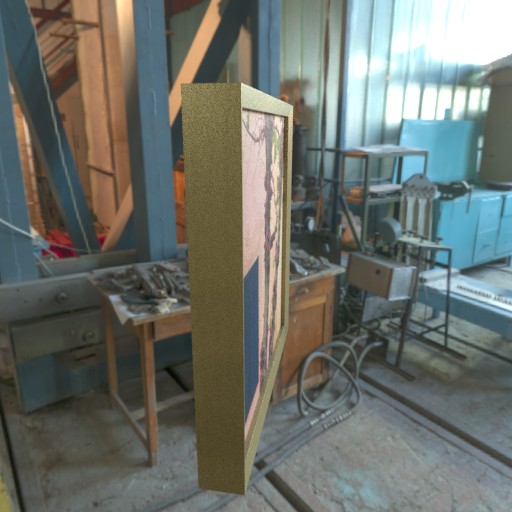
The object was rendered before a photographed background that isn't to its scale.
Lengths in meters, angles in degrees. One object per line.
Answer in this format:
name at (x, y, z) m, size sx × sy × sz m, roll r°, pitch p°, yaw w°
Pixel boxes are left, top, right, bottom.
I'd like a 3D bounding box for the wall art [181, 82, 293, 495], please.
wall art at (0.000, 0.000, 0.454) m, size 0.038 × 0.305 × 0.304 m, roll 3°, pitch 16°, yaw 10°
